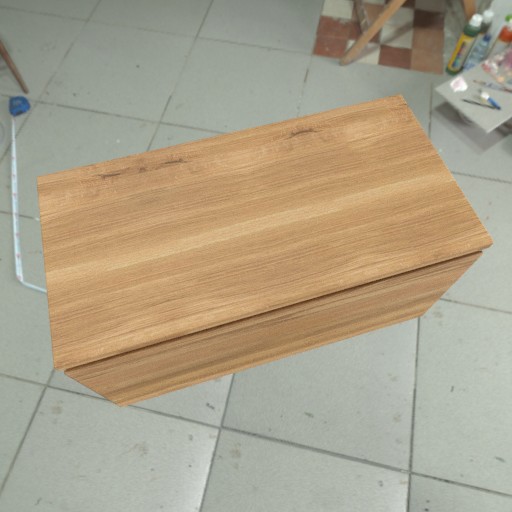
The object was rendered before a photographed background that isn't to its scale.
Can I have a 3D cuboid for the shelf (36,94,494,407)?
[{"bbox_3d":[0.000,0.000,1.030,0.800,0.400,0.400,-15,64,-8],"label":"shelf"}]
